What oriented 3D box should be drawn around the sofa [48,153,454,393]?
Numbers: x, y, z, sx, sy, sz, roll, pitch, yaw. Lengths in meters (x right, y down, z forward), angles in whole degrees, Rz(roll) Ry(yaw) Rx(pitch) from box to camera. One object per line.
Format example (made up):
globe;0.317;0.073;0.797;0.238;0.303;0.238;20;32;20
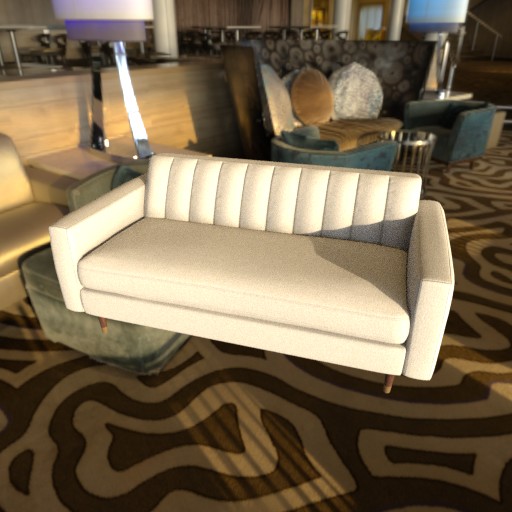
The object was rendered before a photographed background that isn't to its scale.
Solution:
sofa;0.000;0.000;2.425;1.895;0.814;0.969;8;28;15
